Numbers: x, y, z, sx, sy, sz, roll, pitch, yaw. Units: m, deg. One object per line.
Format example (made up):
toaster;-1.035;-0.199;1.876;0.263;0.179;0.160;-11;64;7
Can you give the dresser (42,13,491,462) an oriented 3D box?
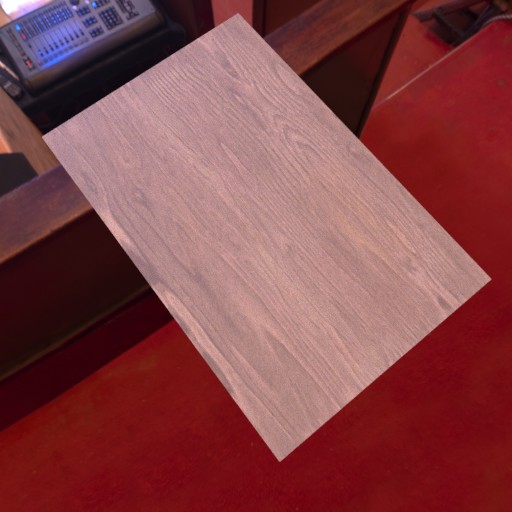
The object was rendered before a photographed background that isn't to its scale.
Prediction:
dresser;0.000;0.000;1.270;0.529;0.762;0.809;-37;77;-10
